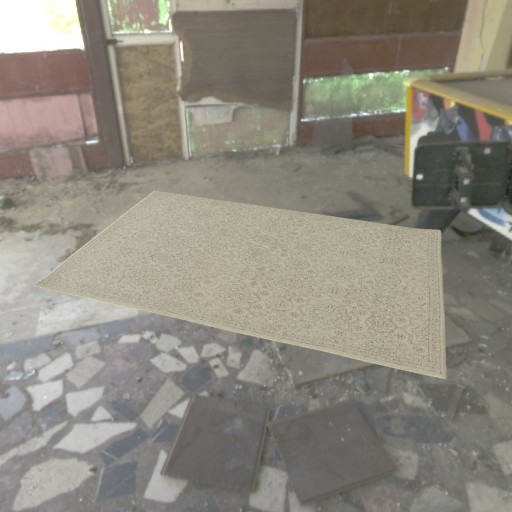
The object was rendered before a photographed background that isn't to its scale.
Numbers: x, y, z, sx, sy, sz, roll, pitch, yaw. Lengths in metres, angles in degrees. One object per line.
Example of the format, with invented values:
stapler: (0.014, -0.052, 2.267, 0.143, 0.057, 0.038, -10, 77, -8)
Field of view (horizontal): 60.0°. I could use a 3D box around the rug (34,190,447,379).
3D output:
rug: (0.000, 0.000, 2.439, 1.947, 0.023, 1.214, 10, 34, 15)
